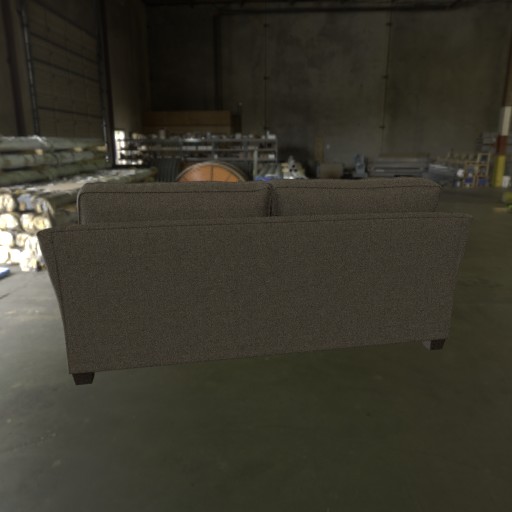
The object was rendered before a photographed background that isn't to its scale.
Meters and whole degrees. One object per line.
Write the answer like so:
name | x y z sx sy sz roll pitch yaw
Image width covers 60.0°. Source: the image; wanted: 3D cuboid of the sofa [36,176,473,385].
sofa | 0.000 0.000 2.718 2.203 0.976 1.013 -3 15 -11
